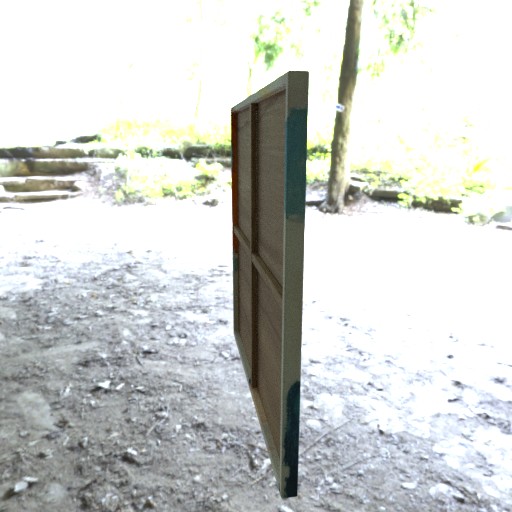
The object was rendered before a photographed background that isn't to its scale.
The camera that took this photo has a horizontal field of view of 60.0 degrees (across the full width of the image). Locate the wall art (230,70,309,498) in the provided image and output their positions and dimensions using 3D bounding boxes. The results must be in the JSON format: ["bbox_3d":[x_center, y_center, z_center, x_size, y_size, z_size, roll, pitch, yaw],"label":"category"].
[{"bbox_3d":[0.000,0.000,1.488,0.044,1.017,1.017,-2,15,-9],"label":"wall art"}]
